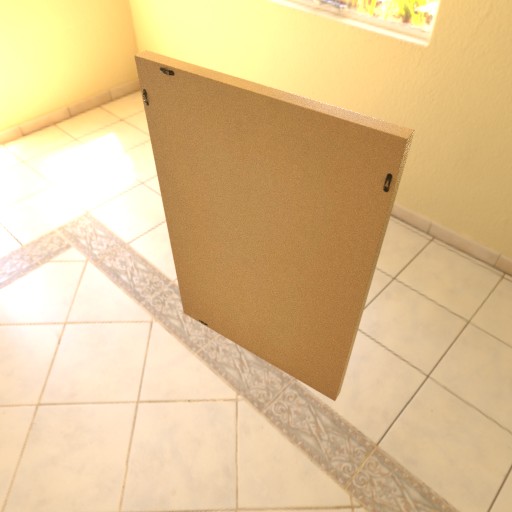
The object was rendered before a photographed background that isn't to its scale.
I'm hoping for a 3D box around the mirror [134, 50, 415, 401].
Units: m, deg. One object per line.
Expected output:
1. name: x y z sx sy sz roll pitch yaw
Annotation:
1. mirror: 0.000 0.000 1.170 0.609 0.915 0.040 26 51 23
